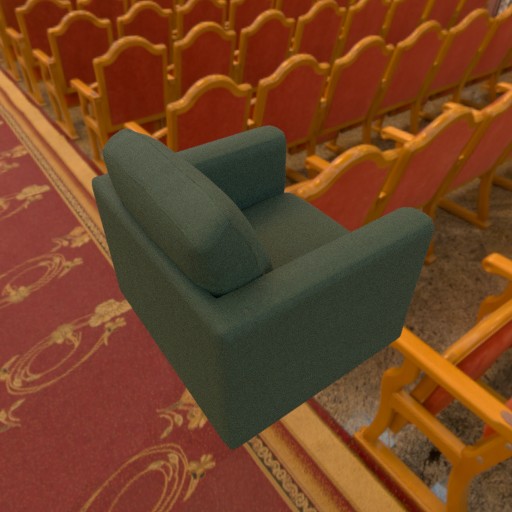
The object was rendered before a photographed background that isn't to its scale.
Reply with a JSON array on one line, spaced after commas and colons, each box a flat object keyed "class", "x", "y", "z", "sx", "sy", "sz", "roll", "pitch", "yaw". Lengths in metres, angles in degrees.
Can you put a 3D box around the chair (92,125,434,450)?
[{"class": "chair", "x": 0.000, "y": 0.000, "z": 1.570, "sx": 0.800, "sy": 0.927, "sz": 0.855, "roll": -25, "pitch": 47, "yaw": -26}]
